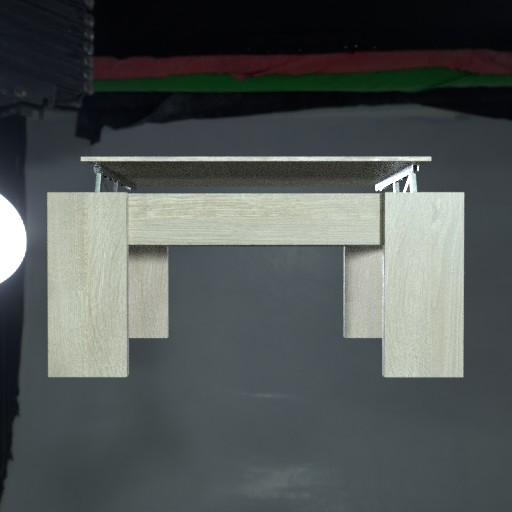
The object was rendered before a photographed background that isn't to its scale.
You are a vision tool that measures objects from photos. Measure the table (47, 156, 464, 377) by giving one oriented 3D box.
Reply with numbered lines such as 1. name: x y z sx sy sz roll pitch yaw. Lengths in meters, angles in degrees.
1. table: 0.000 0.000 1.406 1.000 0.570 0.711 0 1 0
